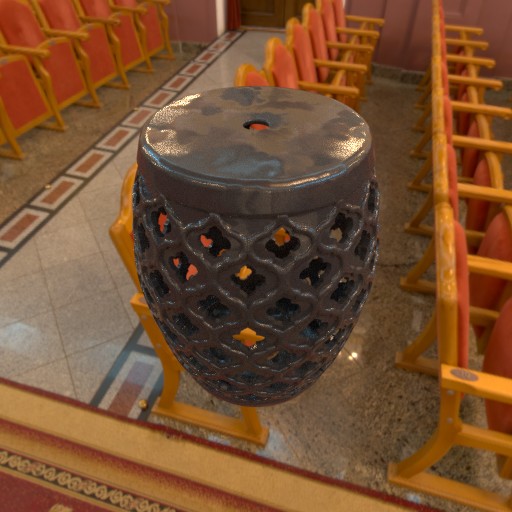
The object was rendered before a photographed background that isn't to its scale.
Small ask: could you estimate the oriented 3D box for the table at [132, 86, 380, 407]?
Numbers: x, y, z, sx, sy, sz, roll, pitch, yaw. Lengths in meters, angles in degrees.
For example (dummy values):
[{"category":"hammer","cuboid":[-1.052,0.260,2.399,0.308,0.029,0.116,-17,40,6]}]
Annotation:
[{"category":"table","cuboid":[0.000,0.000,0.624,0.325,0.388,0.325,0,40,0]}]
